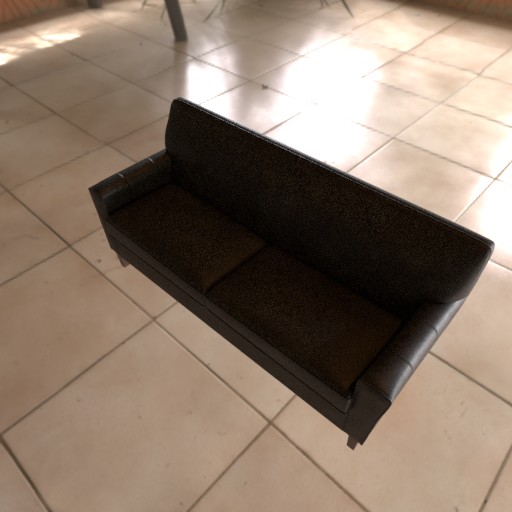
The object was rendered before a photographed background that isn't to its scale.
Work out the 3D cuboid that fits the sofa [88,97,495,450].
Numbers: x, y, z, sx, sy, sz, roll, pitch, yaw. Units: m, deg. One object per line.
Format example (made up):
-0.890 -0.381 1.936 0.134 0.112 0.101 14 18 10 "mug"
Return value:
0.000 0.000 2.478 2.053 0.947 0.805 32 54 28 "sofa"
